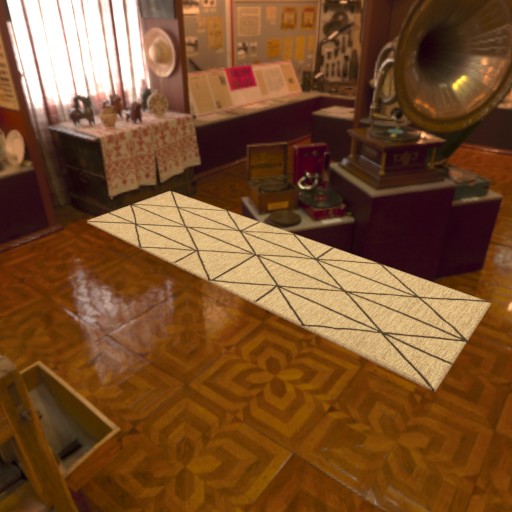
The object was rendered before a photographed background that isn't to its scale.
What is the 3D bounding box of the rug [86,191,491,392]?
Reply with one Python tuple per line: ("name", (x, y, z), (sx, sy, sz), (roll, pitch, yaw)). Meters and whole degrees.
("rug", (0.000, 0.000, 2.645), (2.438, 0.012, 0.762), (22, 36, 34))
